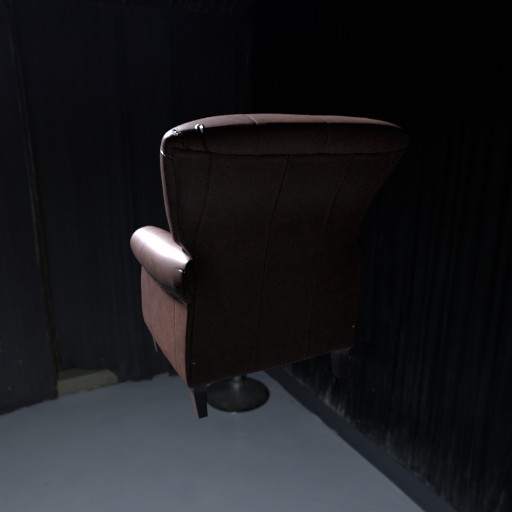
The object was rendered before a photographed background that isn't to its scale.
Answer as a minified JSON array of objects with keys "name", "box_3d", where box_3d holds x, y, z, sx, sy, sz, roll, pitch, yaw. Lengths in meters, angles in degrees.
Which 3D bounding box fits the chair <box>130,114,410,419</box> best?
[{"name":"chair","box_3d":[0.000,0.000,1.970,0.979,1.162,1.031,-7,16,-26]}]
